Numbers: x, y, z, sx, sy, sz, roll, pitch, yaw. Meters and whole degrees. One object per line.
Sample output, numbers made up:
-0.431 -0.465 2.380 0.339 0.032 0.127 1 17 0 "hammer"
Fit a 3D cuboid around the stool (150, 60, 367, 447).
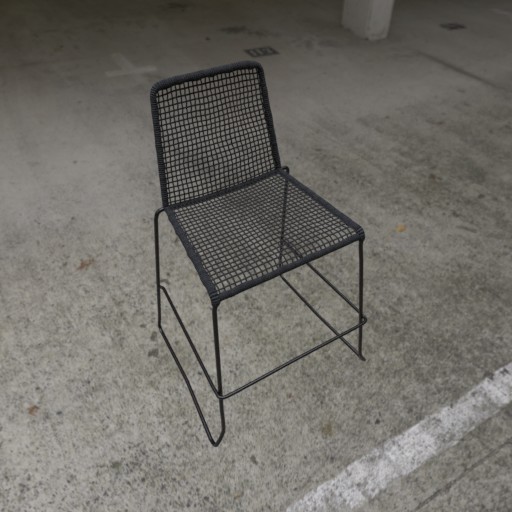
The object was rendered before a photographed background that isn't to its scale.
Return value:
0.000 0.000 1.267 0.590 0.905 0.509 -23 49 -21 "stool"
